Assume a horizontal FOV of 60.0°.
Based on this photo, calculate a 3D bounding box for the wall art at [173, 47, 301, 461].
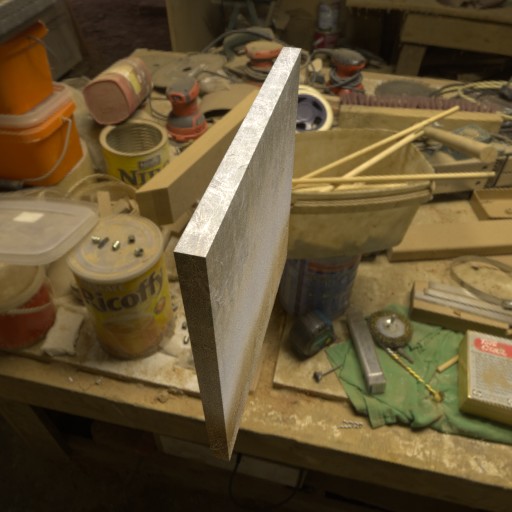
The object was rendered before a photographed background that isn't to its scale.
[{"bbox_3d":[0.000,0.000,0.914,0.038,0.610,0.610,10,47,10],"label":"wall art"}]
